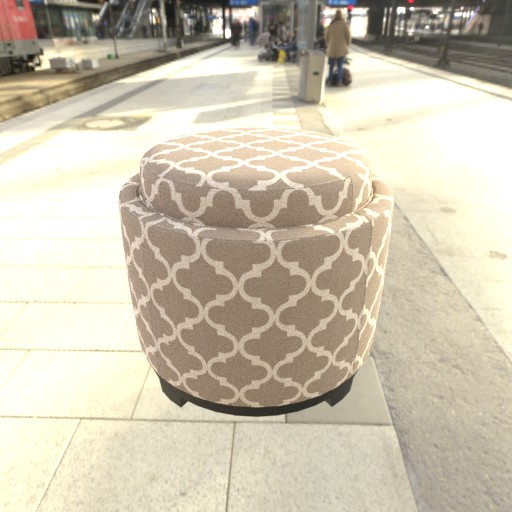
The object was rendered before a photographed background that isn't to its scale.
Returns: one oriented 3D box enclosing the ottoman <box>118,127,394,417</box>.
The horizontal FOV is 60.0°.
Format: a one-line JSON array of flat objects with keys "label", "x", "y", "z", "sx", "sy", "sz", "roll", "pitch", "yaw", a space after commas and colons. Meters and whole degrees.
[{"label": "ottoman", "x": 0.000, "y": 0.000, "z": 0.852, "sx": 0.480, "sy": 0.429, "sz": 0.480, "roll": 0, "pitch": 28, "yaw": 0}]
